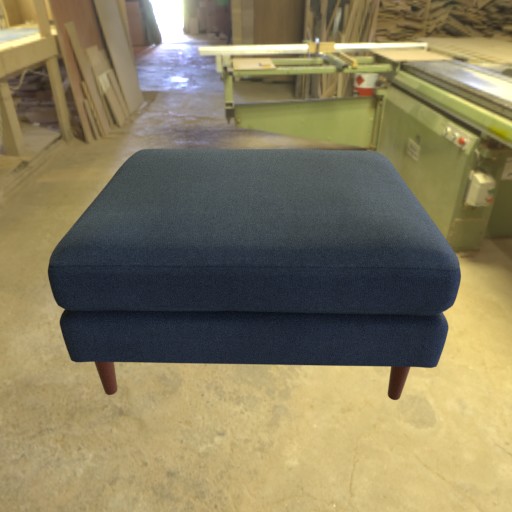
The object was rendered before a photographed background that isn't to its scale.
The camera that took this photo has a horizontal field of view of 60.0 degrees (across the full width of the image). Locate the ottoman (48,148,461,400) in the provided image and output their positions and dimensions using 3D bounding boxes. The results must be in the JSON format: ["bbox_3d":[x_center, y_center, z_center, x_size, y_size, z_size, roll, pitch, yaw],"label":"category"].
[{"bbox_3d":[0.000,0.000,1.222,0.821,0.474,0.693,1,31,1],"label":"ottoman"}]
